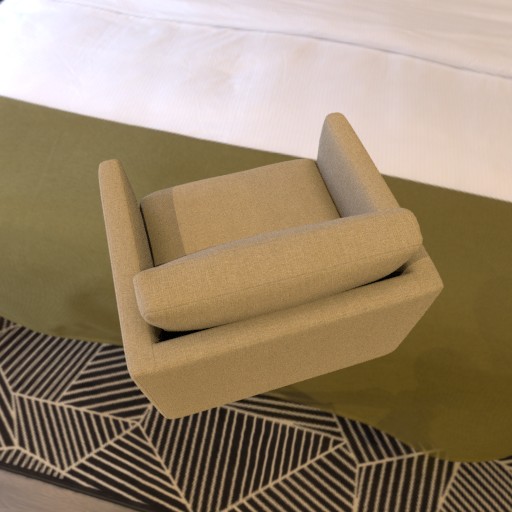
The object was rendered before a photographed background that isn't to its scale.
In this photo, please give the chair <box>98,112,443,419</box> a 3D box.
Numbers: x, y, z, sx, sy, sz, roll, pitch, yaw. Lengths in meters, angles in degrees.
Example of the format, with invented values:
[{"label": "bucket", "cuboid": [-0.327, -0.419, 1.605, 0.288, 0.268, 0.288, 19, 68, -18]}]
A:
[{"label": "chair", "cuboid": [0.000, 0.000, 1.882, 1.107, 0.963, 0.959, -14, 60, -9]}]
